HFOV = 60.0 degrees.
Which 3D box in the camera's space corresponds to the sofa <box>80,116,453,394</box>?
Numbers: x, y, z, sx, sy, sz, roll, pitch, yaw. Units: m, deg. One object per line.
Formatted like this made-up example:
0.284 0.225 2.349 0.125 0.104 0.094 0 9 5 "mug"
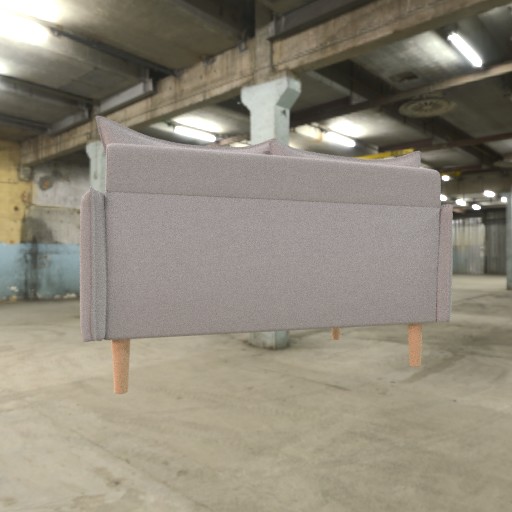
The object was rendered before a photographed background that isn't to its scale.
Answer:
0.000 0.000 1.809 1.300 0.840 0.820 0 -1 -19 "sofa"
